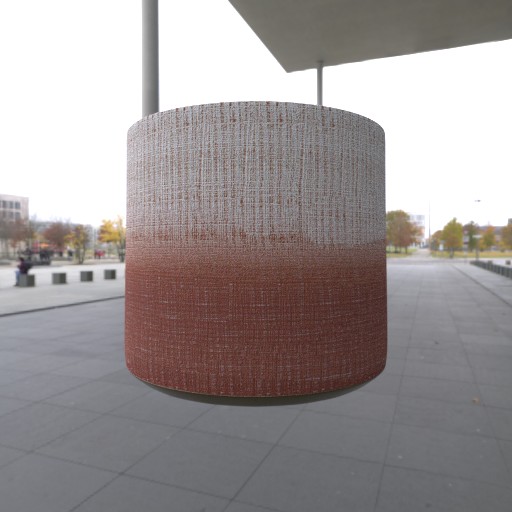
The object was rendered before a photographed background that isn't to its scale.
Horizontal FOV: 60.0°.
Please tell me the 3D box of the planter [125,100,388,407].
[{"bbox_3d":[0.000,0.000,0.387,0.221,0.201,0.221,0,1,0],"label":"planter"}]
